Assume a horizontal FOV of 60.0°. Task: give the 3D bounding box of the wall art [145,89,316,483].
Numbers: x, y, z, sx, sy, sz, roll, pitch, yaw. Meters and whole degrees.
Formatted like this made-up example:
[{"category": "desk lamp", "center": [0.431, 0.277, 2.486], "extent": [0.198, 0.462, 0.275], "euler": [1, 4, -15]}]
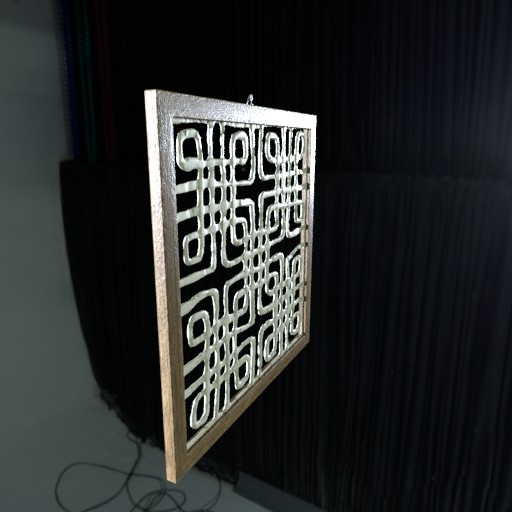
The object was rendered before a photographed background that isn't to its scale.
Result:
[{"category": "wall art", "center": [0.000, 0.000, 0.843], "extent": [0.021, 0.582, 0.561], "euler": [7, 16, 26]}]
